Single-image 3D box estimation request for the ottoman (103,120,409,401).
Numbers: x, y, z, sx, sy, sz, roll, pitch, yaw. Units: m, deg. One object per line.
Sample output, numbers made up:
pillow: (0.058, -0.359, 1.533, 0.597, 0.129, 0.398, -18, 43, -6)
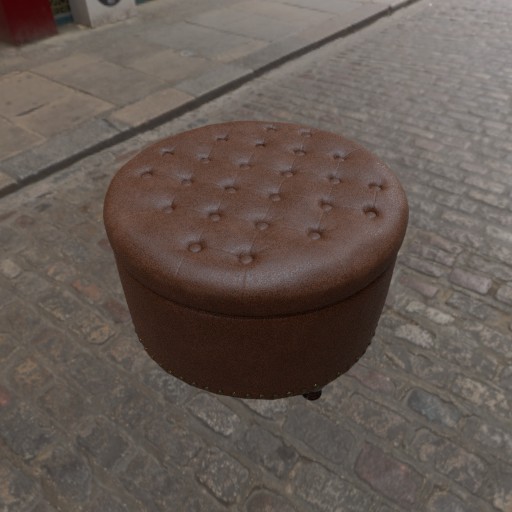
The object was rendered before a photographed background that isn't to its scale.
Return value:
ottoman: (0.000, 0.000, 1.074, 0.637, 0.442, 0.637, 0, 42, 0)
